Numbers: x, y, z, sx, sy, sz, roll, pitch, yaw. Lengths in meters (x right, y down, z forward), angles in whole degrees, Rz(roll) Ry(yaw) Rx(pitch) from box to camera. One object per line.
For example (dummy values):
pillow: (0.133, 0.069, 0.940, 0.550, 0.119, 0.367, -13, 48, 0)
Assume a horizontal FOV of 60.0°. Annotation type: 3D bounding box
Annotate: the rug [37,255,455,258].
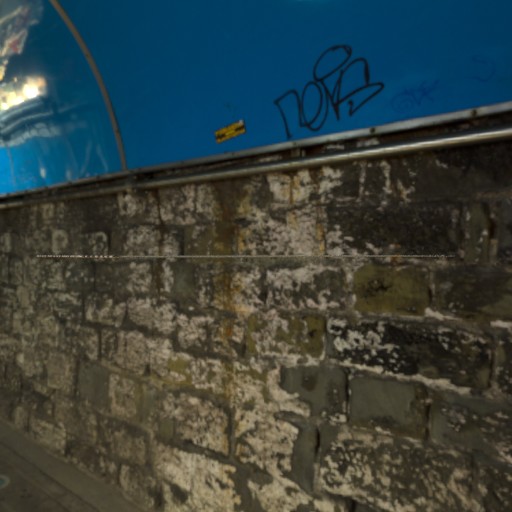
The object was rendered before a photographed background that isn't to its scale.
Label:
rug: (0.000, 0.000, 2.547, 2.096, 0.011, 1.229, 0, 0, -36)
